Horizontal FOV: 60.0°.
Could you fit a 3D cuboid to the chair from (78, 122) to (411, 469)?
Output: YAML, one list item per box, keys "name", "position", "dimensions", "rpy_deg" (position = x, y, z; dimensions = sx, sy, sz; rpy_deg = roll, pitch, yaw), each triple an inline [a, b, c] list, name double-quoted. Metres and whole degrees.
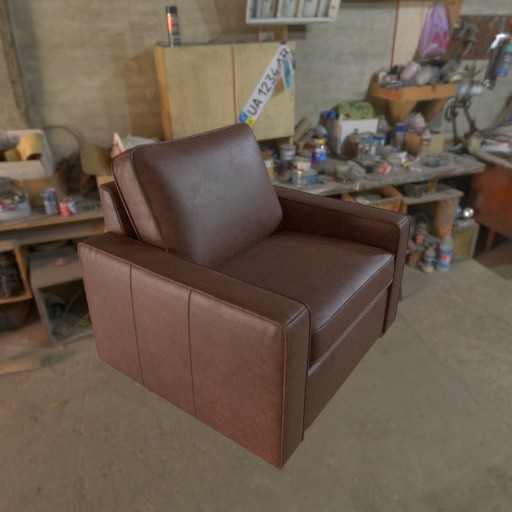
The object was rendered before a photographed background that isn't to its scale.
- name: "chair"
  position: [0.000, 0.000, 1.792]
  dimensions: [0.940, 0.919, 1.017]
  rpy_deg: [18, 32, 32]
